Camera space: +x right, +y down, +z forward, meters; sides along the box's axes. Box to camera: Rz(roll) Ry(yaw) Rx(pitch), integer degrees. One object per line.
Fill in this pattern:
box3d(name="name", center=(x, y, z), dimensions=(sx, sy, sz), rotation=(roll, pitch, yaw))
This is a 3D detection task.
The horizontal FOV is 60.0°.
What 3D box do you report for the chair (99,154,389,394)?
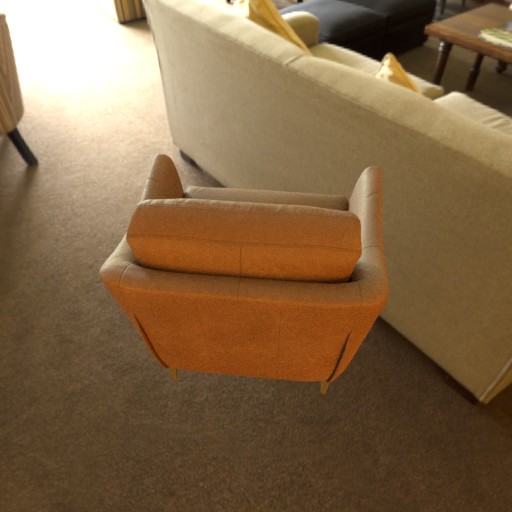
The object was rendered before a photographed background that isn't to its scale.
box3d(name="chair", center=(0.000, 0.000, 1.723), dimensions=(0.988, 0.895, 0.963), rotation=(4, 46, 4))
